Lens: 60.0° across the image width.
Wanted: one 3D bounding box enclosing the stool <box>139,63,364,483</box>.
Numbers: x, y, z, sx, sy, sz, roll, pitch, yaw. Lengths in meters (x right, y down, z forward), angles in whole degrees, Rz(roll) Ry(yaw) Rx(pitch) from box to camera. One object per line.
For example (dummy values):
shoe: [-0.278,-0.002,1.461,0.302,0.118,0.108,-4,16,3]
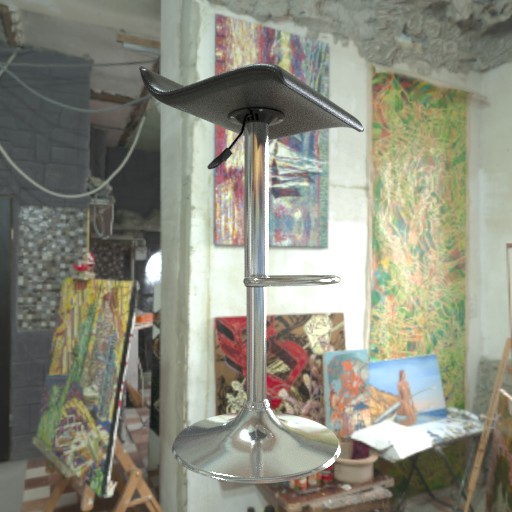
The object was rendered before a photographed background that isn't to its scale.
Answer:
stool: [0.000,0.000,1.021,0.381,0.851,0.381,-1,-1,36]
